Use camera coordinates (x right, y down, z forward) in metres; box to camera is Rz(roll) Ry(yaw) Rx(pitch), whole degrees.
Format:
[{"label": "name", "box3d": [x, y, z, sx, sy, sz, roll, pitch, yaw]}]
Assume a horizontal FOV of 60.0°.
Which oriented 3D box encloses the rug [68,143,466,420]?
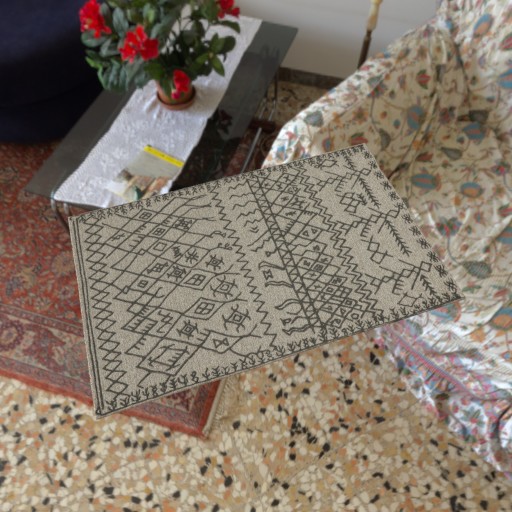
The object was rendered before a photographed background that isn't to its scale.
[{"label": "rug", "box3d": [0.000, 0.000, 4.895, 3.824, 0.019, 2.393, -16, 59, -10]}]
